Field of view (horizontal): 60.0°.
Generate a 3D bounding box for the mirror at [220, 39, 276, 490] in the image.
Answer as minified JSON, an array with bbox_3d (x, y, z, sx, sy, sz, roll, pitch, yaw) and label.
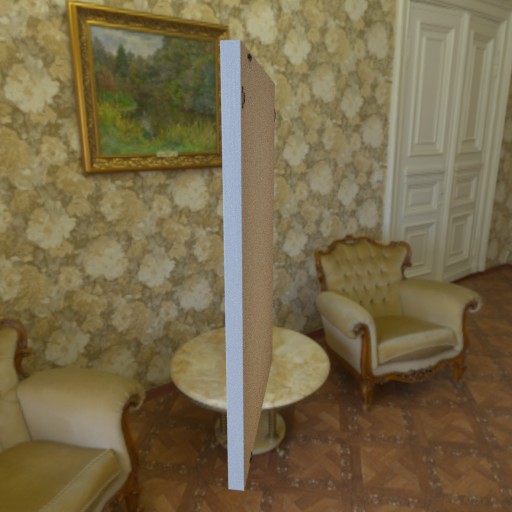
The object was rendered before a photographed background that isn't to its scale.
[{"bbox_3d":[0.000,0.000,1.159,0.040,0.915,0.609,2,15,8],"label":"mirror"}]
